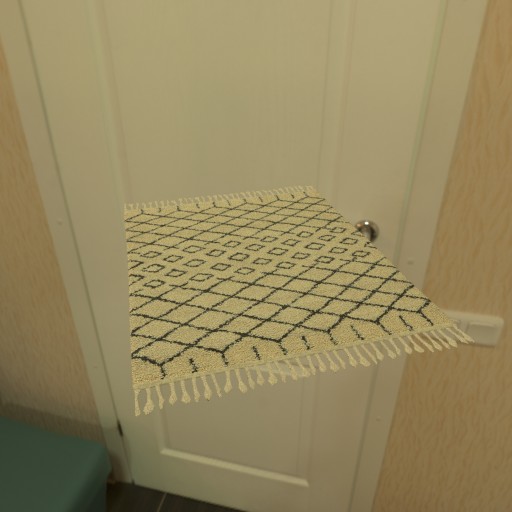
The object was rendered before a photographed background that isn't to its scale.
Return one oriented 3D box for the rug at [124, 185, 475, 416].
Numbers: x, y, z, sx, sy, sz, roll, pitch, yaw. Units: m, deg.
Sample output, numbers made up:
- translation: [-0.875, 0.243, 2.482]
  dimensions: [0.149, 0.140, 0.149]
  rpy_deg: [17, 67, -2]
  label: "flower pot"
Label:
- translation: [0.000, 0.000, 4.228]
  dimensions: [2.388, 0.030, 3.213]
  rpy_deg: [-8, 31, -13]
  label: "rug"
